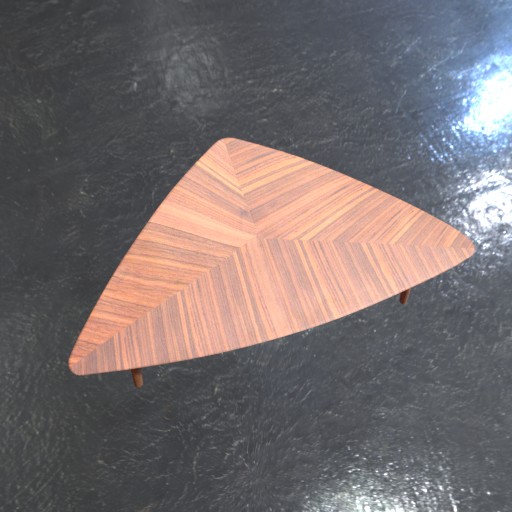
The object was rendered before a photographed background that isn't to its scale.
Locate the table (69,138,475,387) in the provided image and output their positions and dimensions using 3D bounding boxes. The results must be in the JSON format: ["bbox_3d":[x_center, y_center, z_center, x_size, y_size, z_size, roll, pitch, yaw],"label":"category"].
[{"bbox_3d":[0.000,0.000,1.303,1.008,0.365,0.601,-16,64,-8],"label":"table"}]
